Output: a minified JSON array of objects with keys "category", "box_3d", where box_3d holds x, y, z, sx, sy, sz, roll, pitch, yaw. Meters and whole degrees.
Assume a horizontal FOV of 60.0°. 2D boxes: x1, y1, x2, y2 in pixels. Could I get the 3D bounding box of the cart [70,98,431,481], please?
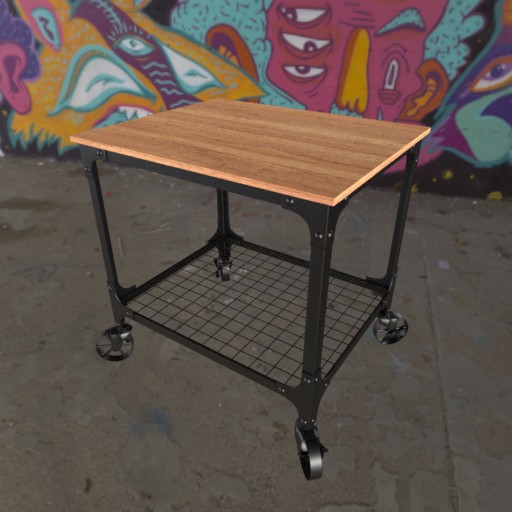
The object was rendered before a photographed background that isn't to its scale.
[{"category":"cart","box_3d":[0.000,0.000,1.079,0.666,0.603,0.558,19,35,29]}]
